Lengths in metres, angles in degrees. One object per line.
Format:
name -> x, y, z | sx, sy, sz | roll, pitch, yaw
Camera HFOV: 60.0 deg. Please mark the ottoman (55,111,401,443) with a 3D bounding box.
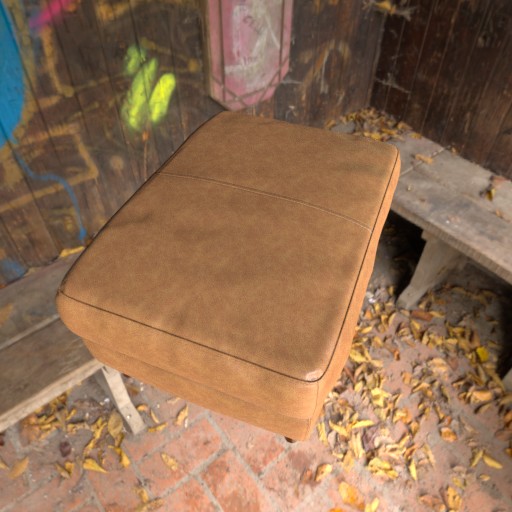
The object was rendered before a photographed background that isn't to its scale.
ottoman -> 0.000, 0.000, 1.229 | 0.630, 0.461, 0.869 | 16, 48, 15
